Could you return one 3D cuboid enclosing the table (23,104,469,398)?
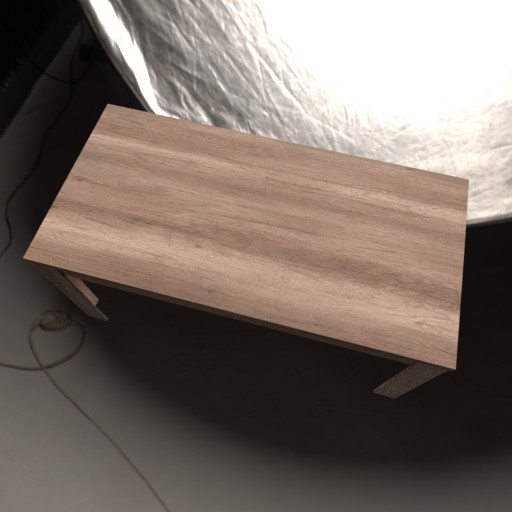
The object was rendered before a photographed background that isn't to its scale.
[{"bbox_3d":[0.000,0.000,2.316,1.800,0.790,0.900,14,65,6],"label":"table"}]
